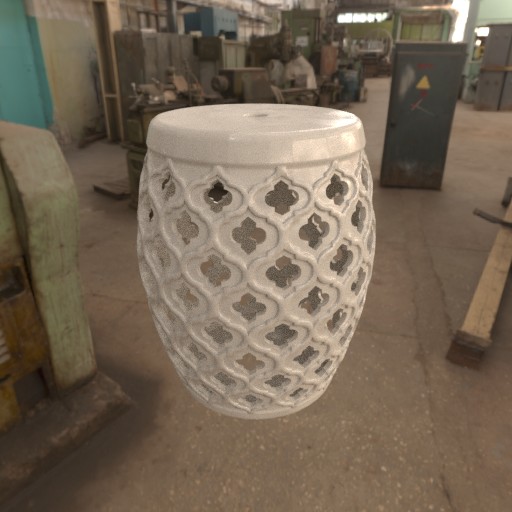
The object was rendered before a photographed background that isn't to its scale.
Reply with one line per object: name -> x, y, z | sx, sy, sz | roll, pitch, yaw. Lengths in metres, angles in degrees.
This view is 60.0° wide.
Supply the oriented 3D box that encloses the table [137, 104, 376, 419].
table -> 0.000, 0.000, 0.635 | 0.325, 0.388, 0.325 | 0, 25, 0
